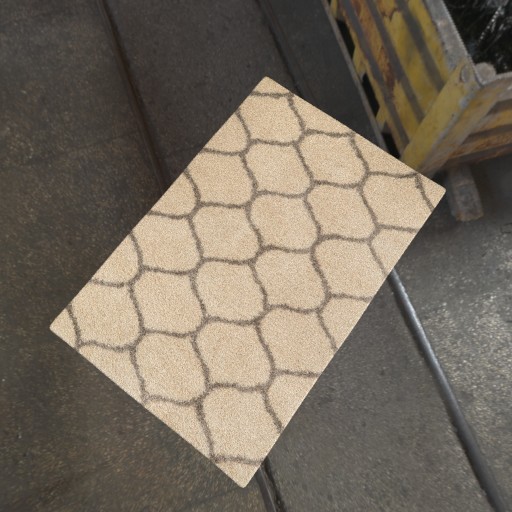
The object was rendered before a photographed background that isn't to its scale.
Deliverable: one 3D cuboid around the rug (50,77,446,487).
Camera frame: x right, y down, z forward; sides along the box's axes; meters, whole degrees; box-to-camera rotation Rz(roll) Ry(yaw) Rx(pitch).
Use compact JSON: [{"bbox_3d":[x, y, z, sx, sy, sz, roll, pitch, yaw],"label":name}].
[{"bbox_3d":[0.000,0.000,3.405,1.801,0.026,2.701,36,77,9],"label":"rug"}]
